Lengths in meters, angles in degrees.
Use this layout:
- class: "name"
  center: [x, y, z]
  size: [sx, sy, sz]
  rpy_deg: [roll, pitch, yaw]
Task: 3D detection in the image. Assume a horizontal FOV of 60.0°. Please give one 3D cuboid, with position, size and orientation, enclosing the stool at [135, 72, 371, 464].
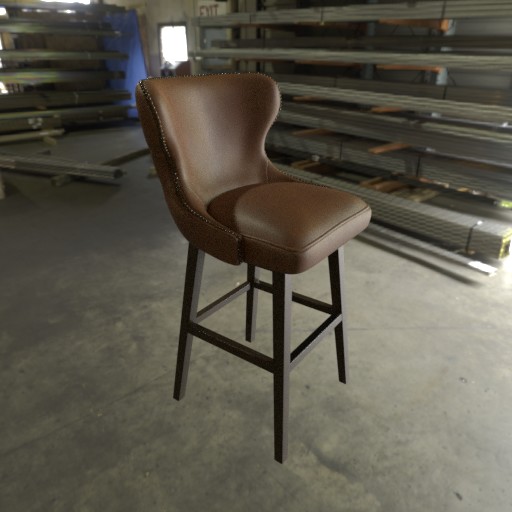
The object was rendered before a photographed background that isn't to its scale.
- class: "stool"
  center: [0.000, 0.000, 1.454]
  size: [0.606, 1.087, 0.591]
  rpy_deg: [17, 30, 32]
